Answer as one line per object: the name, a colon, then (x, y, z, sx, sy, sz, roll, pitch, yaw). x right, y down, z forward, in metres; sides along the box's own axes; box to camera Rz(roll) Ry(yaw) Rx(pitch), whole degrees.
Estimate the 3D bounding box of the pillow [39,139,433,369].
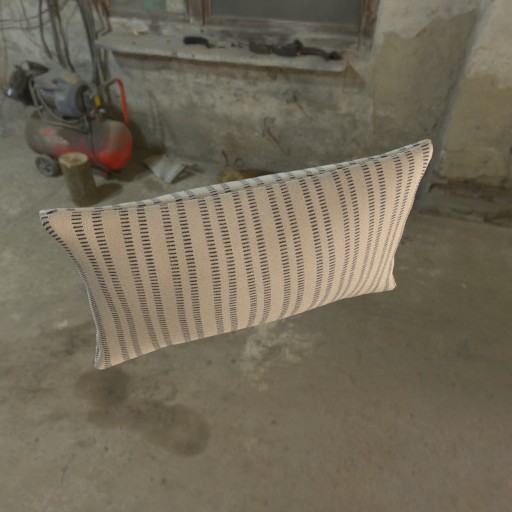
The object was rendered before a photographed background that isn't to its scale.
pillow: (0.000, 0.000, 0.794, 0.640, 0.353, 0.210, -13, 44, -14)
